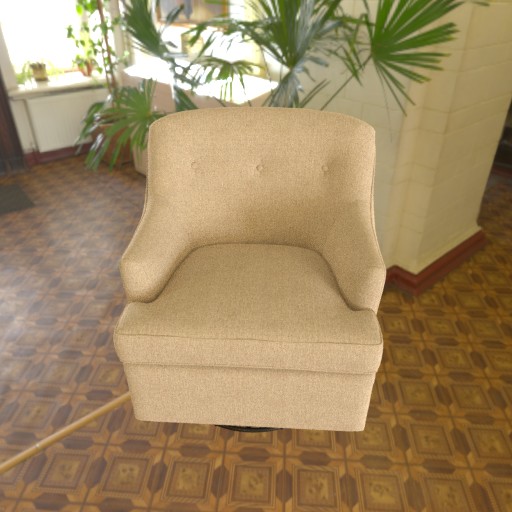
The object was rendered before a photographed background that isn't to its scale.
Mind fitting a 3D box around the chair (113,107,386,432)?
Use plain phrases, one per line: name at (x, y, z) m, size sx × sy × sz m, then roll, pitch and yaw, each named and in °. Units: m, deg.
chair at (0.000, 0.000, 1.609) m, size 0.864 × 0.856 × 0.923 m, roll 2°, pitch 32°, yaw 3°
